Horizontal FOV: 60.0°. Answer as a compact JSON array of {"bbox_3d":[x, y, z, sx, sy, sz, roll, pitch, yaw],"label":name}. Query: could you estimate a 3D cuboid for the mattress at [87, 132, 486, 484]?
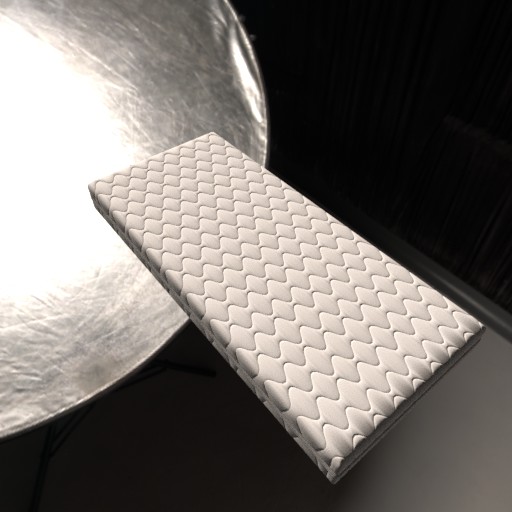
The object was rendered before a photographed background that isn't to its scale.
[{"bbox_3d":[0.000,0.000,2.259,0.900,0.200,2.000,-30,54,-26],"label":"mattress"}]
